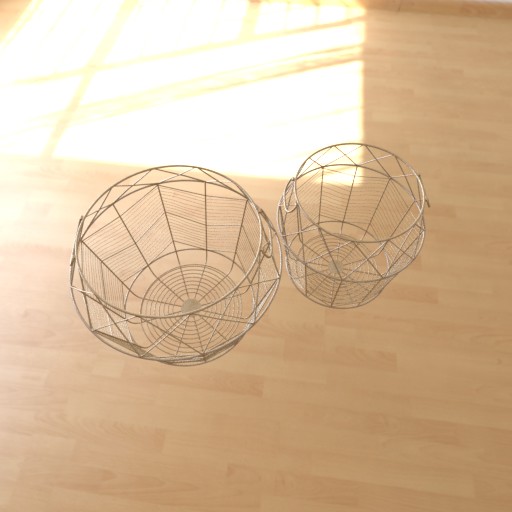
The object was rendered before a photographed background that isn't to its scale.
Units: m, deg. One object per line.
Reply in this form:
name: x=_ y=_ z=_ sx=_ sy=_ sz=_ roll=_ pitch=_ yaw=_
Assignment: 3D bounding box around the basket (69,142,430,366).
basket: x=0.000 y=0.000 z=1.041 sx=0.805 sy=0.343 sz=0.451 roll=-15 pitch=59 yaw=-9
